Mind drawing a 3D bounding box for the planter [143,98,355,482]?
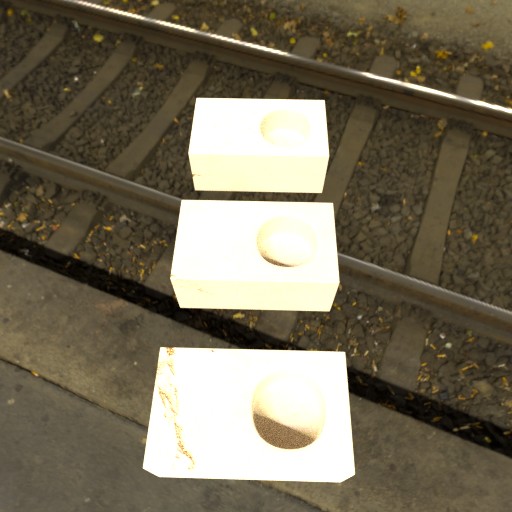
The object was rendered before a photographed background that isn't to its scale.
[{"bbox_3d":[0.000,0.000,0.373,0.127,0.051,0.333,1,58,1],"label":"planter"}]
